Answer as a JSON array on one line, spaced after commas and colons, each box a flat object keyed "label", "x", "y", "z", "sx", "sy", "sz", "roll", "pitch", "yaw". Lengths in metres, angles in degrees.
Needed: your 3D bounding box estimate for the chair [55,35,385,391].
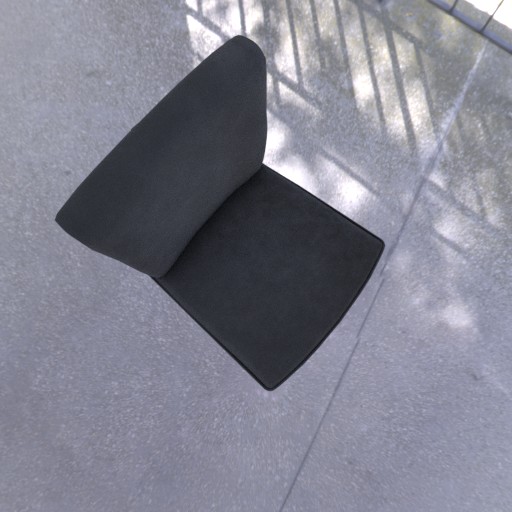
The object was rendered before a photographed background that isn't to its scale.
[{"label": "chair", "x": 0.000, "y": 0.000, "z": 1.179, "sx": 0.554, "sy": 0.806, "sz": 0.521, "roll": 38, "pitch": 78, "yaw": 9}]
